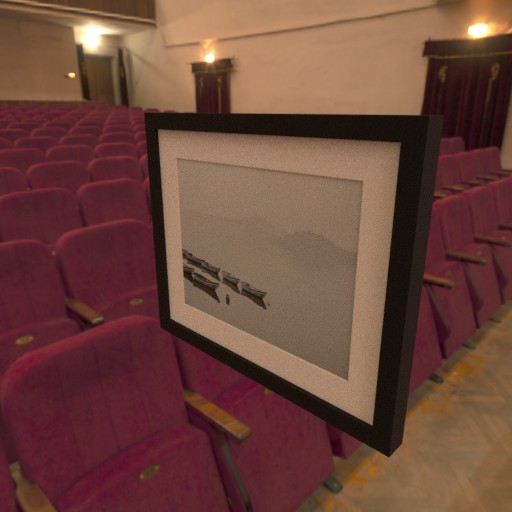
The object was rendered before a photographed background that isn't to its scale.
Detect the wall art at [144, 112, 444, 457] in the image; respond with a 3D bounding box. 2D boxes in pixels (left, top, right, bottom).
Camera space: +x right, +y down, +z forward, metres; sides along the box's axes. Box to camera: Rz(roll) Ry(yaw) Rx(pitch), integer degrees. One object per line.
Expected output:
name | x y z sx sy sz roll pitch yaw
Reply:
wall art | 0.000 0.000 0.531 0.397 0.325 0.028 17 25 41
